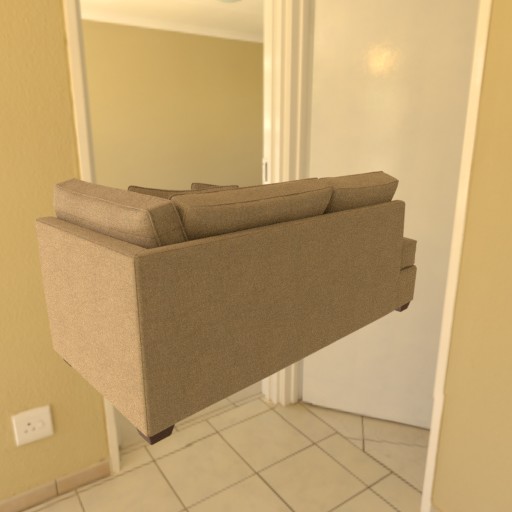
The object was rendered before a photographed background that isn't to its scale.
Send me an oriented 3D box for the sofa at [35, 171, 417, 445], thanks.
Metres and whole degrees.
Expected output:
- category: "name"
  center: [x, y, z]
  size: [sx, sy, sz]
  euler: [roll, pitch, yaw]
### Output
- category: "sofa"
  center: [0.000, 0.000, 2.779]
  size: [2.238, 1.019, 1.110]
  euler: [-14, 21, -42]
